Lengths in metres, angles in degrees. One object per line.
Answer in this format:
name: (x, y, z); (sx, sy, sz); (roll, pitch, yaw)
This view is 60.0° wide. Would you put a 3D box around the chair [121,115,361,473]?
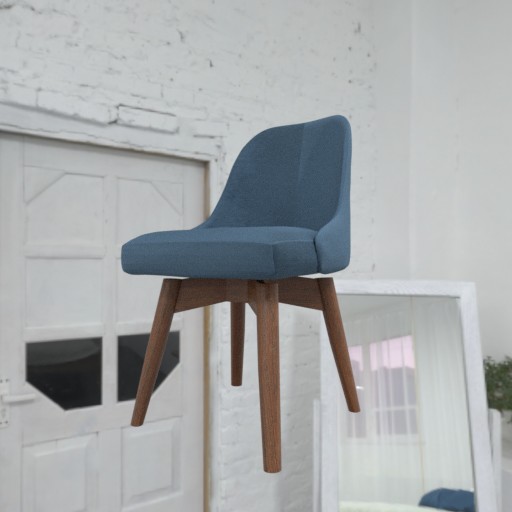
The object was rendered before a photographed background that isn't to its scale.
chair: (0.000, 0.000, 1.235); (0.503, 0.882, 0.589); (0, 0, 35)
